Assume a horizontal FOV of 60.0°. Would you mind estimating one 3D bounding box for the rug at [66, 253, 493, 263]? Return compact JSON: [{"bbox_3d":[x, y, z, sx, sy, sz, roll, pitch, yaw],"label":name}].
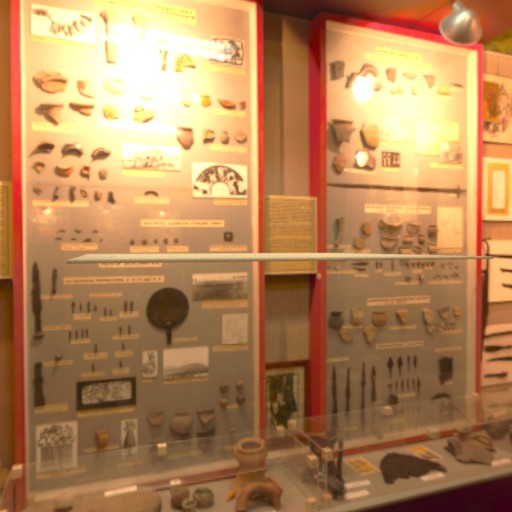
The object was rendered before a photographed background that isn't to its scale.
[{"bbox_3d":[0.000,0.000,3.999,2.976,0.018,2.430,0,1,-19],"label":"rug"}]
